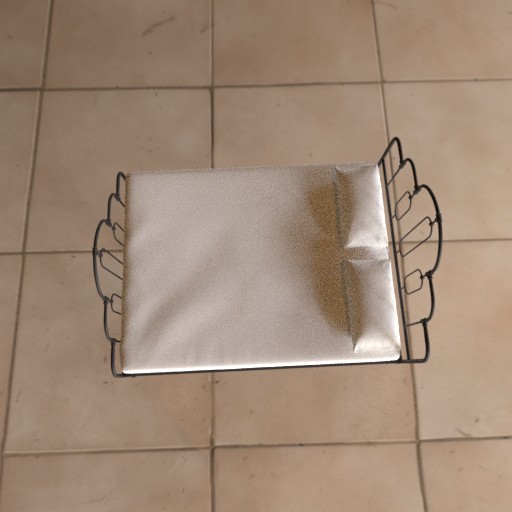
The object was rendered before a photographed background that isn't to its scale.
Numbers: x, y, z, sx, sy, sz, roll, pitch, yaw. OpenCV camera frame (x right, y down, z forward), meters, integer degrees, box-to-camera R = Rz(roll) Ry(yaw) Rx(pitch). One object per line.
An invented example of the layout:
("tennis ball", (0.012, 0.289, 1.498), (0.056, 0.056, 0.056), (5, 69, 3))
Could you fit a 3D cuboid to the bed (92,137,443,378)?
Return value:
("bed", (0.000, 0.000, 3.238), (2.163, 1.429, 1.640), (-3, 76, -1))
